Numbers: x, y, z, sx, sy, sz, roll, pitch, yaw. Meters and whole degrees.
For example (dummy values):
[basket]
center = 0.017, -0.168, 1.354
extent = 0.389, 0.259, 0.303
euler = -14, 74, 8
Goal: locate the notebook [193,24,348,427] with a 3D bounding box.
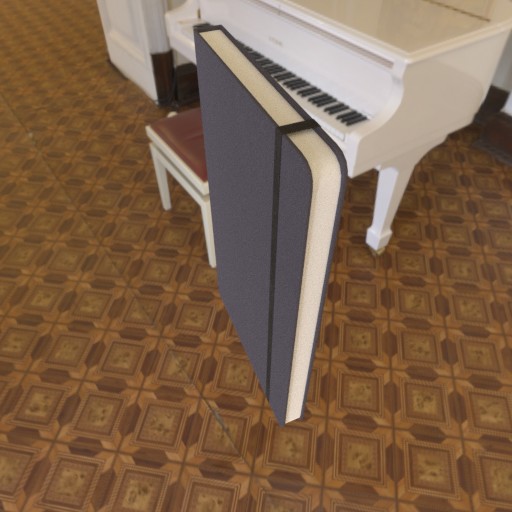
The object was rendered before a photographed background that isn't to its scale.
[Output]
[notebook]
center = 0.000, 0.000, 0.260
extent = 0.016, 0.213, 0.127
euler = -17, 49, -15
